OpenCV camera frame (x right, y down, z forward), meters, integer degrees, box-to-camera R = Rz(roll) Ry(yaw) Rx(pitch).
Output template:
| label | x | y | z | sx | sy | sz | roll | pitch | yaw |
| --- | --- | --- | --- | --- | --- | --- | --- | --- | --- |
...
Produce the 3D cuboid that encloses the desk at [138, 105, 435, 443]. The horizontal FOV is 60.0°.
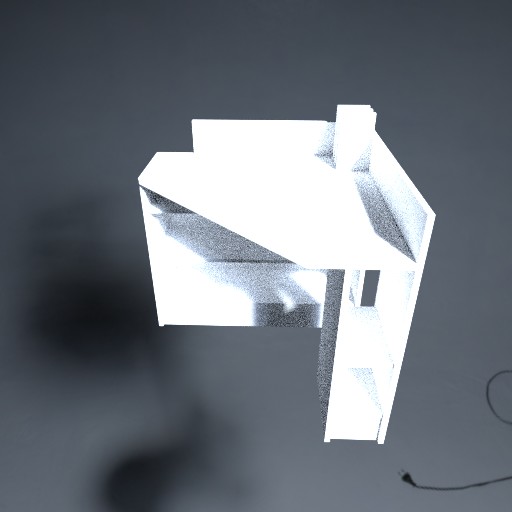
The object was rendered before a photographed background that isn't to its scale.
| label | x | y | z | sx | sy | sz | roll | pitch | yaw |
| --- | --- | --- | --- | --- | --- | --- | --- | --- | --- |
| desk | 0.000 | 0.000 | 1.747 | 0.940 | 0.986 | 0.940 | 1 | 31 | 2 |
